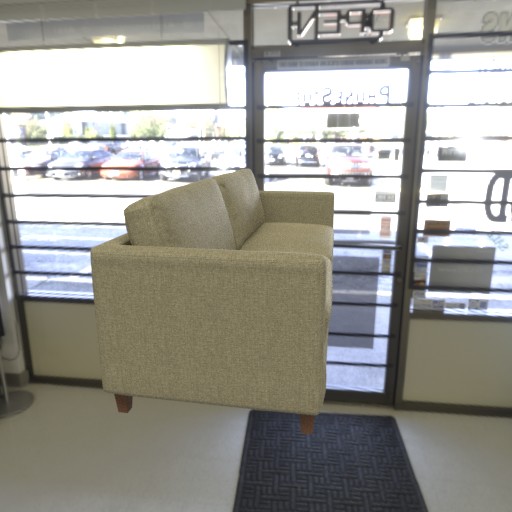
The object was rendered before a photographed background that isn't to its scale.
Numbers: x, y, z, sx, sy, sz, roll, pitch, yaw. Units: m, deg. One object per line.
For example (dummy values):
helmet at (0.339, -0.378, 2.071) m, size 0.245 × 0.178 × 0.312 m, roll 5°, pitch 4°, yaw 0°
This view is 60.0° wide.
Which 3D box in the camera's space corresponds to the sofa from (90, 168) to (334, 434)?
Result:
sofa at (0.000, 0.000, 2.742) m, size 0.956 × 0.960 × 2.208 m, roll 3°, pitch 15°, yaw 10°
